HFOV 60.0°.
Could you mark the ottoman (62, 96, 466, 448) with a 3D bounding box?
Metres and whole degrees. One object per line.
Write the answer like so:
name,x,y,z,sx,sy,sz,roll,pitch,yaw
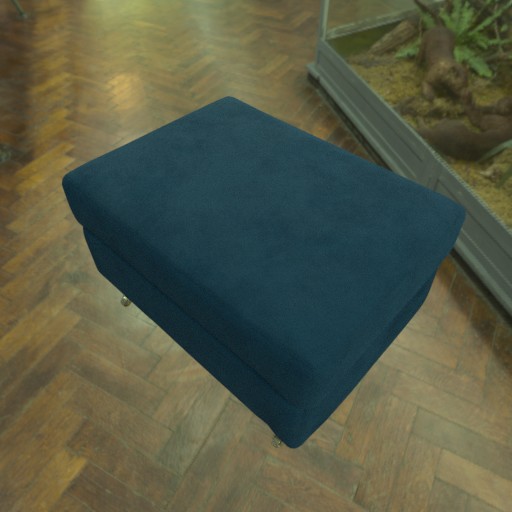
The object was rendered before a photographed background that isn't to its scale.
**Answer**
ottoman,0.000,0.000,1.138,0.773,0.503,0.572,34,56,28
